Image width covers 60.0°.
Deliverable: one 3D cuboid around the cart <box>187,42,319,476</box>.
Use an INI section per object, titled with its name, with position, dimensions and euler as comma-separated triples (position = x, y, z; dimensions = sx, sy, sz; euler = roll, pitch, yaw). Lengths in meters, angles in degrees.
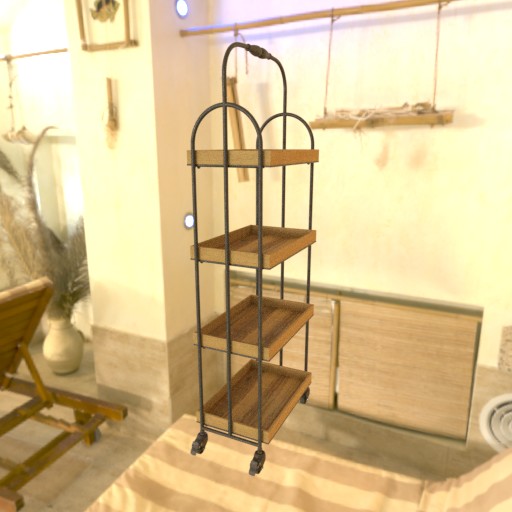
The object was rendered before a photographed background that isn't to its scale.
[cart]
position = 0.000, 0.000, 1.692
dimensions = 0.308, 1.481, 0.581
euler = 7, 16, 25
